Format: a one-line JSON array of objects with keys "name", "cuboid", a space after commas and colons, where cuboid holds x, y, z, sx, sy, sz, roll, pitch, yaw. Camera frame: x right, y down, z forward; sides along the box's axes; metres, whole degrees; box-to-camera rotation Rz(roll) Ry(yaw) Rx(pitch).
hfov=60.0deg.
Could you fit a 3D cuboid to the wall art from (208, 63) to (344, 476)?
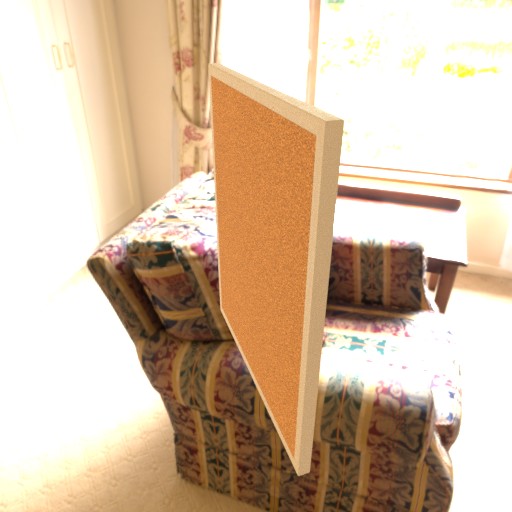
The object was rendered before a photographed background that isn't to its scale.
[{"name": "wall art", "cuboid": [0.000, 0.000, 0.729, 0.020, 0.536, 0.444, -10, 32, -17]}]
